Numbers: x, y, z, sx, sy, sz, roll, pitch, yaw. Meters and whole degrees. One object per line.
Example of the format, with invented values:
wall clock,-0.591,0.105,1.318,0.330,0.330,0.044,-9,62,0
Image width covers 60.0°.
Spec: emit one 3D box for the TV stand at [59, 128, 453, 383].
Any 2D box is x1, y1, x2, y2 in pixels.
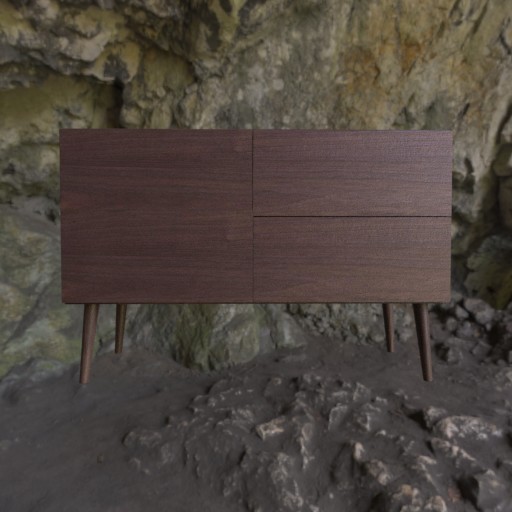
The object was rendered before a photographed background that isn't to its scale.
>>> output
TV stand,0.000,0.000,1.327,0.990,0.660,0.405,0,2,-1
